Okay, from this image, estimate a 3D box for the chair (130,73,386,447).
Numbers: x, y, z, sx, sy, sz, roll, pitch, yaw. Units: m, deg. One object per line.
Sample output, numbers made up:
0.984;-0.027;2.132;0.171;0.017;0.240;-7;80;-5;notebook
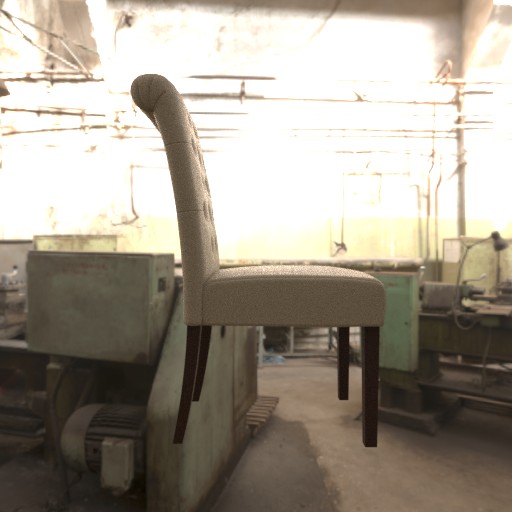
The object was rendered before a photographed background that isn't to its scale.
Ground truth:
0.000;0.000;1.365;0.671;1.006;0.456;0;1;0;chair
